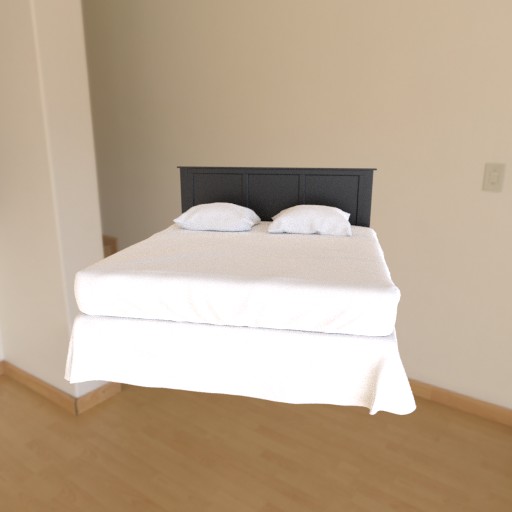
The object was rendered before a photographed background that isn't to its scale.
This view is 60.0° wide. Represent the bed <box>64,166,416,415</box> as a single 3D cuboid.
[{"bbox_3d":[0.000,0.000,3.545,2.315,1.271,2.219,3,15,10],"label":"bed"}]
